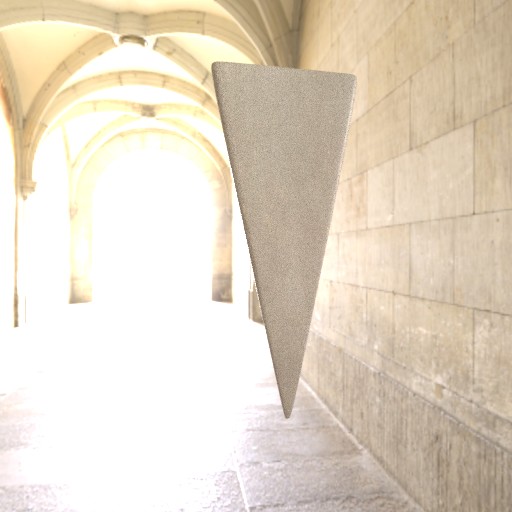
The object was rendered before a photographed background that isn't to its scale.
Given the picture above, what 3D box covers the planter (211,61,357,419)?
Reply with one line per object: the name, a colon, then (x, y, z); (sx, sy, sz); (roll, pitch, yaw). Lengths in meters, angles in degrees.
planter: (0.000, 0.000, 0.275); (0.101, 0.224, 0.081); (0, 0, 35)
